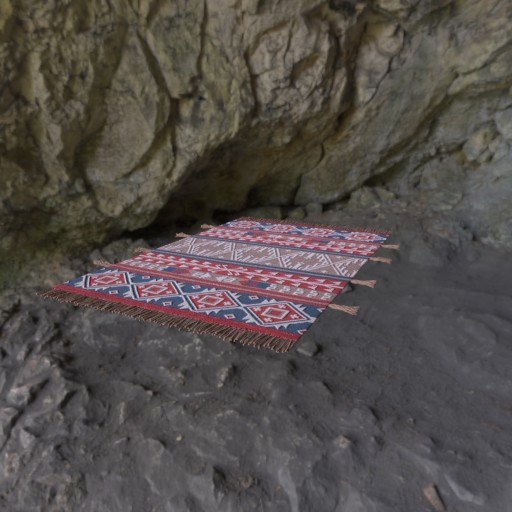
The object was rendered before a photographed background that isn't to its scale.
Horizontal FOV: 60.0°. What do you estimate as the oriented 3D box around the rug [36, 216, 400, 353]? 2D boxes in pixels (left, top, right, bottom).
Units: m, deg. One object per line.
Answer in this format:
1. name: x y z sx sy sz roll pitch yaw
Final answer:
1. rug: 0.000 0.000 2.585 1.469 0.040 2.025 8 18 25
